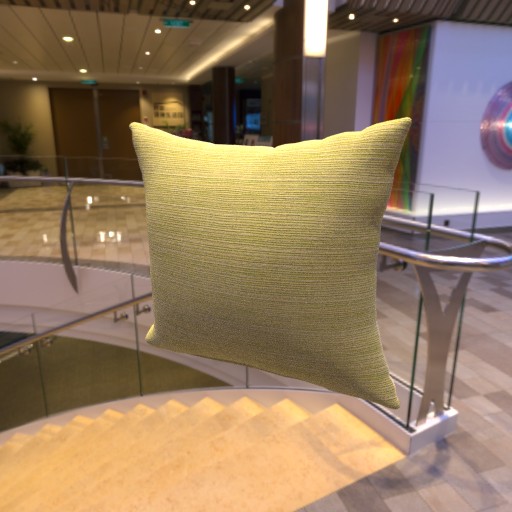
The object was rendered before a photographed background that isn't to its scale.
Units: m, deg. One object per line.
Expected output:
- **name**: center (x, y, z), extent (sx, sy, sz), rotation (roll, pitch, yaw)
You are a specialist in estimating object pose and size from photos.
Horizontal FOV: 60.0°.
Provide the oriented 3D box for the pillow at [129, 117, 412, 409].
- **pillow**: center (0.000, 0.000, 0.825), extent (0.560, 0.487, 0.229), rotation (8, 18, 25)
